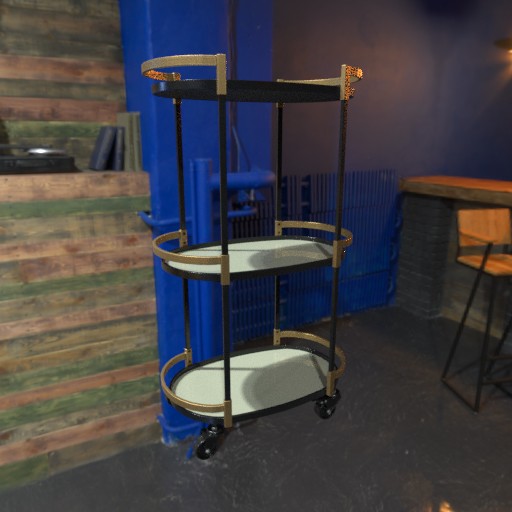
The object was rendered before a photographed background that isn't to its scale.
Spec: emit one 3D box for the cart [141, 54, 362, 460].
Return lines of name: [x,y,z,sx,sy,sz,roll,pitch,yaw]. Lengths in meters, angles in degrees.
cart: [0.000,0.000,1.131,0.515,0.885,0.311,-7,17,-26]
